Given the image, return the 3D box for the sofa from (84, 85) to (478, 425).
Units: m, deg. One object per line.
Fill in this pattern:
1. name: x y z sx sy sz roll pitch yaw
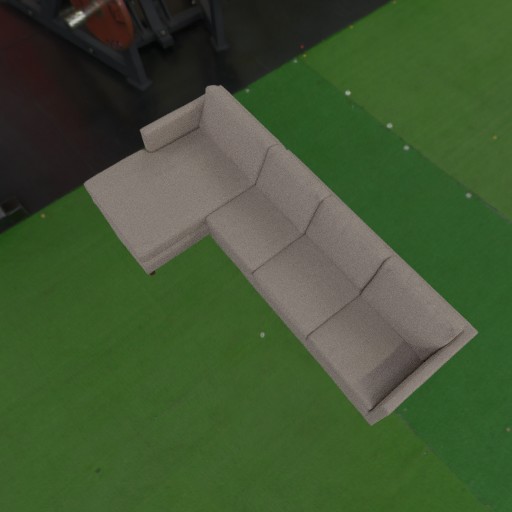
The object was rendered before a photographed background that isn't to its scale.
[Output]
1. sofa: 0.000 0.000 3.759 1.625 0.846 3.186 -35 68 -16
